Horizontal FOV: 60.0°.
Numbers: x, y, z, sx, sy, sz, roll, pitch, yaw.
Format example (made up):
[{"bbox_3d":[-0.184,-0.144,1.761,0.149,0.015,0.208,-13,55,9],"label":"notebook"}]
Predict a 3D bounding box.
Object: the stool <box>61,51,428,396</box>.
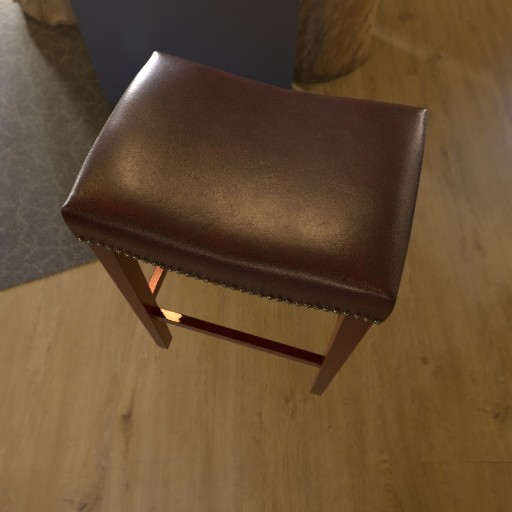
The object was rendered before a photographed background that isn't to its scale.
[{"bbox_3d":[0.000,0.000,0.993,0.504,0.742,0.372,15,64,7],"label":"stool"}]
